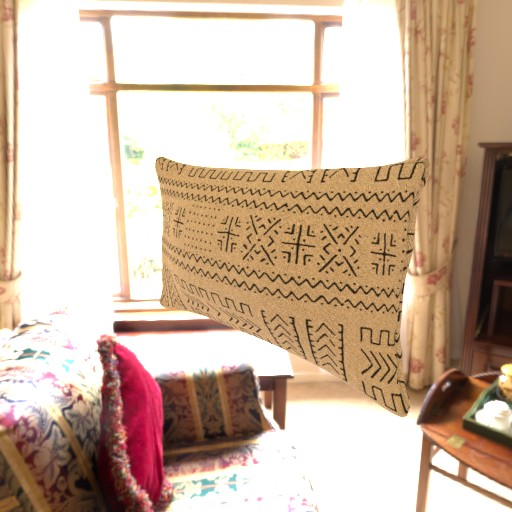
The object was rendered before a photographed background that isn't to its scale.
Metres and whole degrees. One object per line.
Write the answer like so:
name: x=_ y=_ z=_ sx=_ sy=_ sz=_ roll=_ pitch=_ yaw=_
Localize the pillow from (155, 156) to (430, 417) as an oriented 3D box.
pillow: x=0.000 y=0.000 z=0.806 sx=0.188 sy=0.352 sz=0.637 roll=-12 pitch=18 yaw=-42
